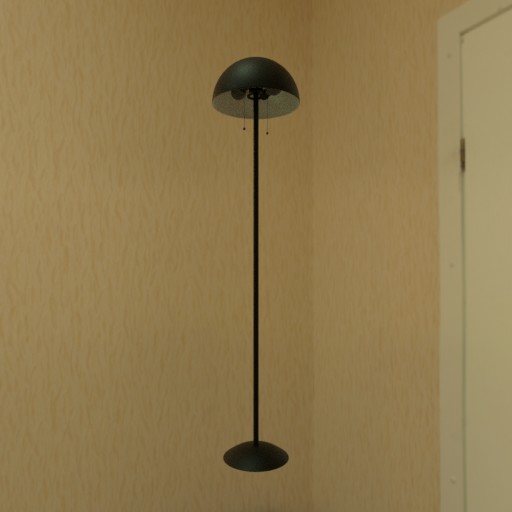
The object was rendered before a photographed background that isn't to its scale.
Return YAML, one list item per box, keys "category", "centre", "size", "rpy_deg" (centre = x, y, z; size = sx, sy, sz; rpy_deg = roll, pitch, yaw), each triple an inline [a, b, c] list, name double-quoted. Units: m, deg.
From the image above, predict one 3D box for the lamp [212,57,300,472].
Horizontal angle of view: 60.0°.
- category: "lamp"
  centre: [0.000, 0.000, 1.648]
  size: [0.328, 1.480, 0.328]
  rpy_deg: [-1, -1, 34]
